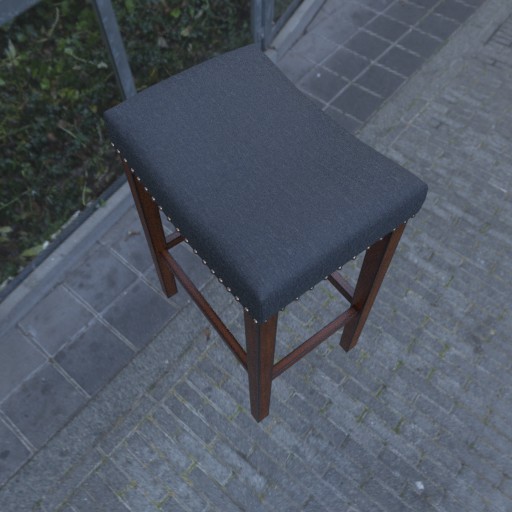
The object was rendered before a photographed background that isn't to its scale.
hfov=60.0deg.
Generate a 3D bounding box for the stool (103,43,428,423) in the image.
[{"bbox_3d":[0.000,0.000,1.050,0.366,0.748,0.502,-33,64,-18],"label":"stool"}]
